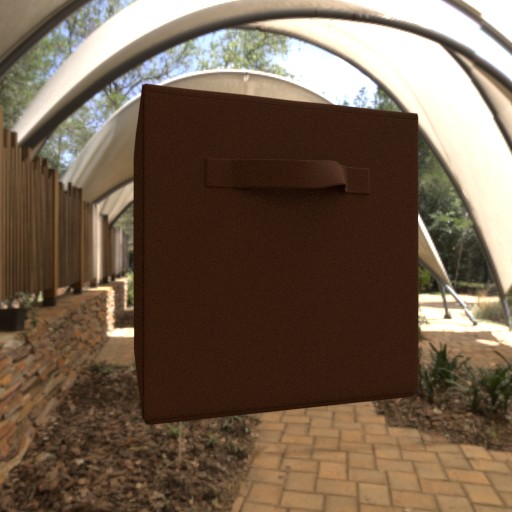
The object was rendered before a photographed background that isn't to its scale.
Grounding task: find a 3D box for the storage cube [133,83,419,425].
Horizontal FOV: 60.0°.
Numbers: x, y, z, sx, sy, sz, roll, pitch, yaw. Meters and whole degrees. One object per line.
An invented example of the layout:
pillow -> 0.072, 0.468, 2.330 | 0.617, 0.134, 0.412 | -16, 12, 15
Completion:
storage cube -> 0.000, 0.000, 0.510 | 0.270, 0.280, 0.270 | 0, 0, -17
